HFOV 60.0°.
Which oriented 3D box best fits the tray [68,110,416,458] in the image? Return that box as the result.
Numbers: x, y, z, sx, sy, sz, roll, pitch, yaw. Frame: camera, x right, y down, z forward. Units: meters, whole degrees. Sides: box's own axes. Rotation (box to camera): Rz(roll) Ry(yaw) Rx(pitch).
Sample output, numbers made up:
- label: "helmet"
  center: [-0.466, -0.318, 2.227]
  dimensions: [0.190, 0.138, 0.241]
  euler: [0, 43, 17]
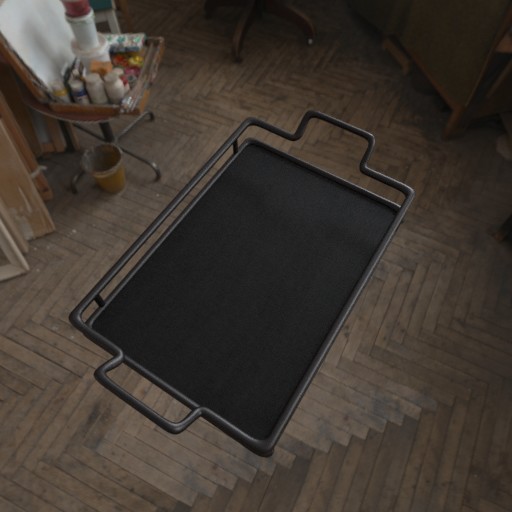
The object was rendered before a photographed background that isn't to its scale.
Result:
- label: "tray"
  center: [0.000, 0.000, 0.611]
  dimensions: [0.297, 0.101, 0.495]
  euler: [29, 64, 16]
